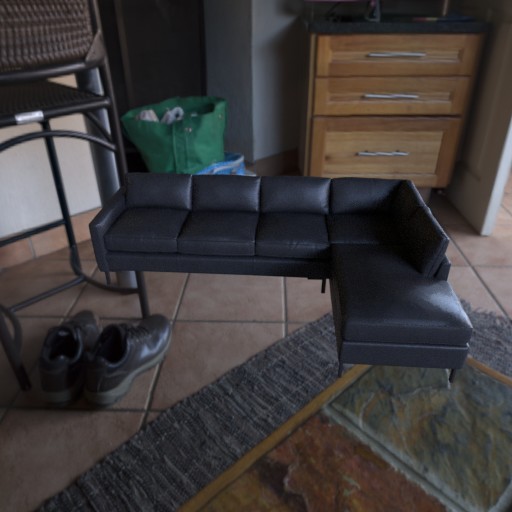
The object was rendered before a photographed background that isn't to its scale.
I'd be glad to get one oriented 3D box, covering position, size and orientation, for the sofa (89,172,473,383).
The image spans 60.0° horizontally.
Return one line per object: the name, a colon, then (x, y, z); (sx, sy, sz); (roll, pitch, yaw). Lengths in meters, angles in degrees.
sofa: (0.000, 0.000, 3.799); (2.984, 0.877, 1.938); (2, 31, 3)
